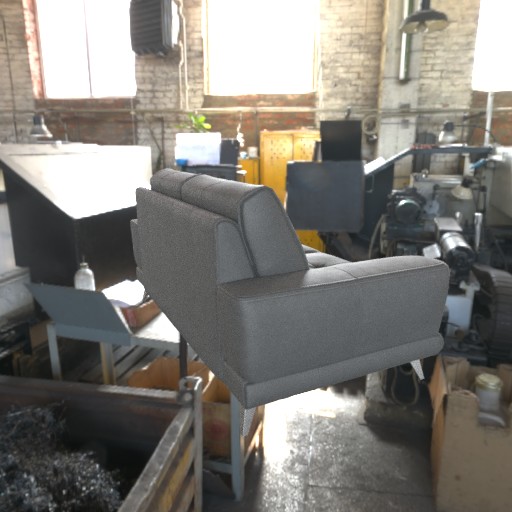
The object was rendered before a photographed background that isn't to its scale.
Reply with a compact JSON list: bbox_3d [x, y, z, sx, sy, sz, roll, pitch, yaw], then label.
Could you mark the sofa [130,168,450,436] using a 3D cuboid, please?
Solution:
[{"bbox_3d":[0.000,0.000,2.445,1.018,0.907,1.806,-7,16,-26],"label":"sofa"}]
